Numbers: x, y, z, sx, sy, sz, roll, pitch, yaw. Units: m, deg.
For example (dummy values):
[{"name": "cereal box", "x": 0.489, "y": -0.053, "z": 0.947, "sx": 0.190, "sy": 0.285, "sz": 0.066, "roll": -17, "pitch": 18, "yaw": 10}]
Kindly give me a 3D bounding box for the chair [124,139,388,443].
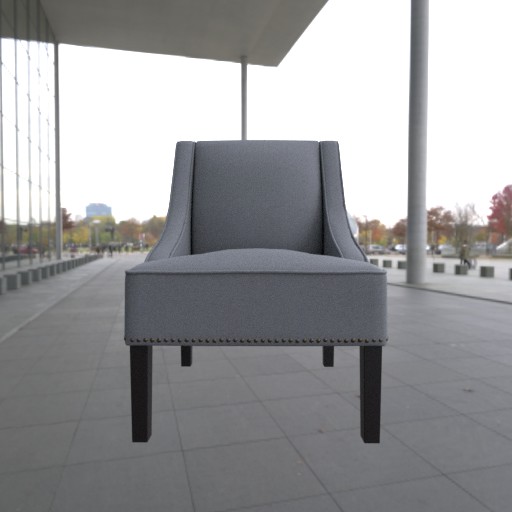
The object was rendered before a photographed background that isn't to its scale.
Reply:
[{"name": "chair", "x": 0.000, "y": 0.000, "z": 1.375, "sx": 0.631, "sy": 0.867, "sz": 0.747, "roll": 0, "pitch": 1, "yaw": 1}]
